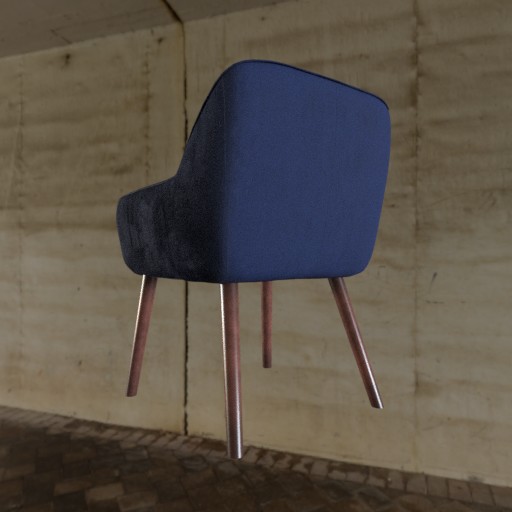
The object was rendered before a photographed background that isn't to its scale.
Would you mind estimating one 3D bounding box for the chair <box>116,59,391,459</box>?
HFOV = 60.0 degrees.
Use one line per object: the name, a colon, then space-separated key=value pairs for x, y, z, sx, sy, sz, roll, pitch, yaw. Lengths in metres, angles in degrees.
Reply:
chair: x=0.000 y=0.000 z=1.247 sx=0.600 sy=0.820 sz=0.600 roll=0 pitch=1 yaw=-38
